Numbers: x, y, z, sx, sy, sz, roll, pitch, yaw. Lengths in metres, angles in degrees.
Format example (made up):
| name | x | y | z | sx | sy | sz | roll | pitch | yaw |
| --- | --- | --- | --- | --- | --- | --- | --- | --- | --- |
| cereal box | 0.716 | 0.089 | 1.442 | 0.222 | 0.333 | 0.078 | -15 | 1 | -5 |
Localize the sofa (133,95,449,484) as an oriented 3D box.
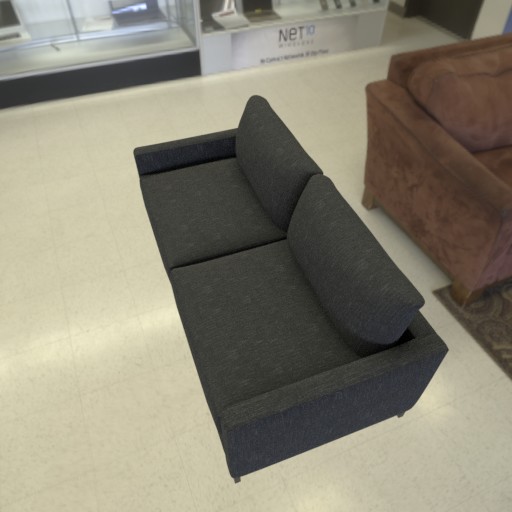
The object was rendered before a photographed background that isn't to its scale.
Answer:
| name | x | y | z | sx | sy | sz | roll | pitch | yaw |
| --- | --- | --- | --- | --- | --- | --- | --- | --- | --- |
| sofa | 0.000 | 0.000 | 2.159 | 0.866 | 0.862 | 1.716 | -15 | 49 | -14 |
